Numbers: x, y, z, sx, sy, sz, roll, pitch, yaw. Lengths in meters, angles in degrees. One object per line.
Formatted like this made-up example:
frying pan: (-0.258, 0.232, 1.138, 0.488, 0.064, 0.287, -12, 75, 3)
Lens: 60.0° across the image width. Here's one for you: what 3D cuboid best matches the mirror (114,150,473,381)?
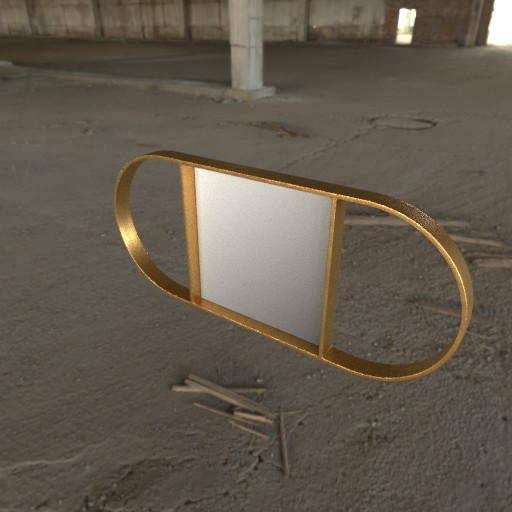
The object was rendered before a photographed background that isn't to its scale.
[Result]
mirror: (0.000, 0.000, 0.649, 0.584, 0.254, 0.032, 18, 33, 30)
